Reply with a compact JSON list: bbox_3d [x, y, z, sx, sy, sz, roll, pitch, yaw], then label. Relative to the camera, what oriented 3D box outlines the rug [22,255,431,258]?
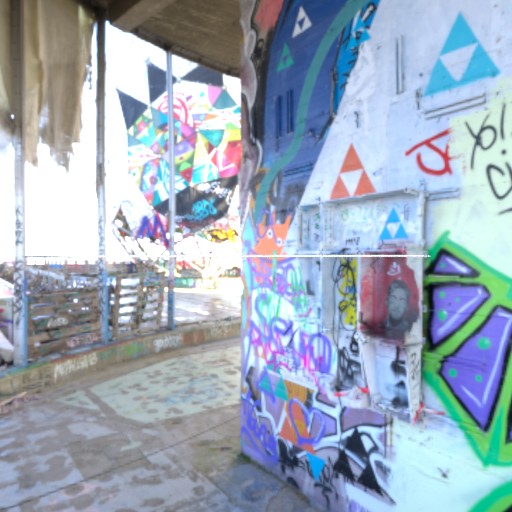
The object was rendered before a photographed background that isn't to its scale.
[{"bbox_3d":[0.000,0.000,2.713,2.480,0.013,0.786,0,0,-35],"label":"rug"}]
